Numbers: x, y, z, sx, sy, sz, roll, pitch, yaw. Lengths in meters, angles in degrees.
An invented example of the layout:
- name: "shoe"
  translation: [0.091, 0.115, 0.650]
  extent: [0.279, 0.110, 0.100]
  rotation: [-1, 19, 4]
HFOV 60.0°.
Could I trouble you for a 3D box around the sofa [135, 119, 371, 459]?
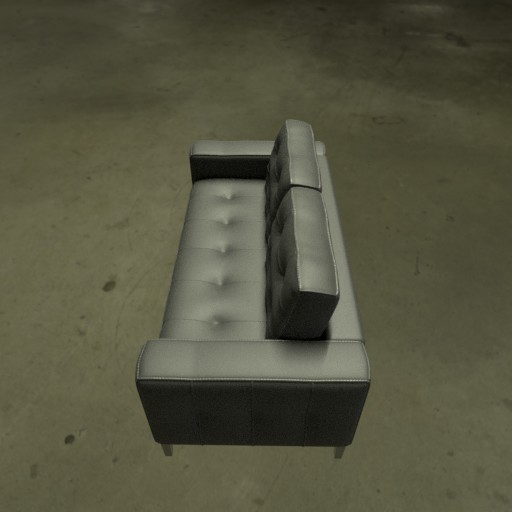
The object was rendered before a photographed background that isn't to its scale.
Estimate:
- name: "sofa"
  translation: [0.000, 0.000, 2.249]
  extent: [0.833, 0.892, 1.726]
  rotation: [1, 42, 1]
